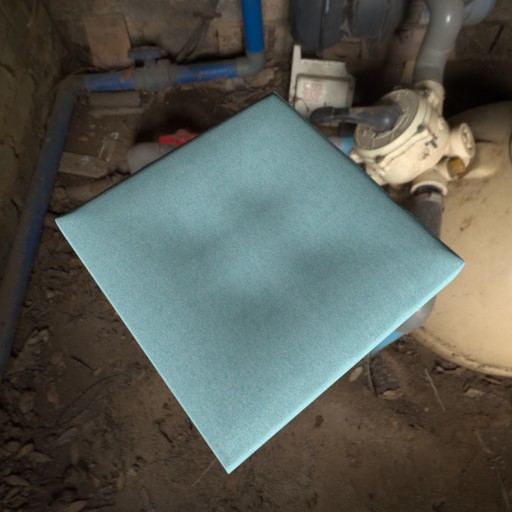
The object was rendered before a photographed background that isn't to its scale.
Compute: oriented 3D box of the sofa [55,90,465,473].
[{"bbox_3d":[0.000,0.000,1.481,0.930,0.330,0.930,-35,69,-16],"label":"sofa"}]
